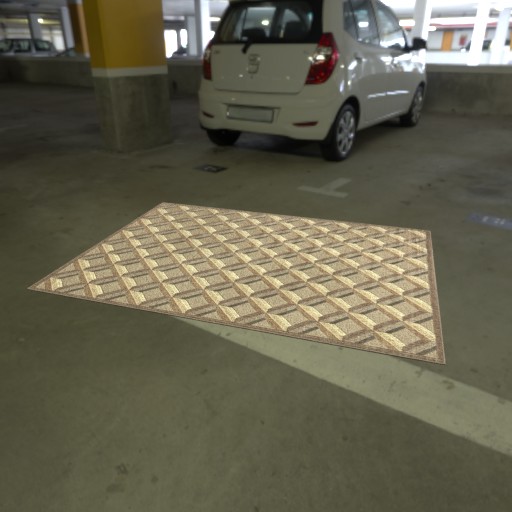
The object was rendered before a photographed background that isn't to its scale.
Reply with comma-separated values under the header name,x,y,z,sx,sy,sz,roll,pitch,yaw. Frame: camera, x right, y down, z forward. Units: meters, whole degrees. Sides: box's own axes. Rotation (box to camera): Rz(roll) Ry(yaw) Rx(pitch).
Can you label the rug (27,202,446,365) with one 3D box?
name,x,y,z,sx,sy,sz,roll,pitch,yaw
rug,0.000,0.000,4.307,3.294,0.018,2.382,8,26,16
